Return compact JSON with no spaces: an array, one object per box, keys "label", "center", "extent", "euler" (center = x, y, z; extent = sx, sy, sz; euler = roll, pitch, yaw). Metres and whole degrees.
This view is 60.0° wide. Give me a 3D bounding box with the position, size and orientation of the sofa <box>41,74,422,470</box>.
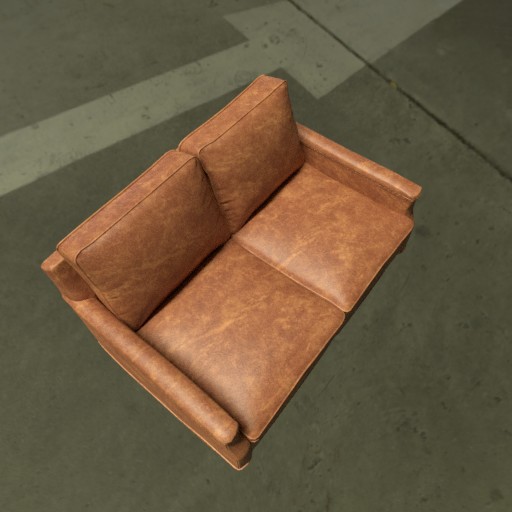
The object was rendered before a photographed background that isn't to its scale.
[{"label":"sofa","center":[0.000,0.000,2.231],"extent":[1.084,1.003,1.597],"euler":[34,65,19]}]
